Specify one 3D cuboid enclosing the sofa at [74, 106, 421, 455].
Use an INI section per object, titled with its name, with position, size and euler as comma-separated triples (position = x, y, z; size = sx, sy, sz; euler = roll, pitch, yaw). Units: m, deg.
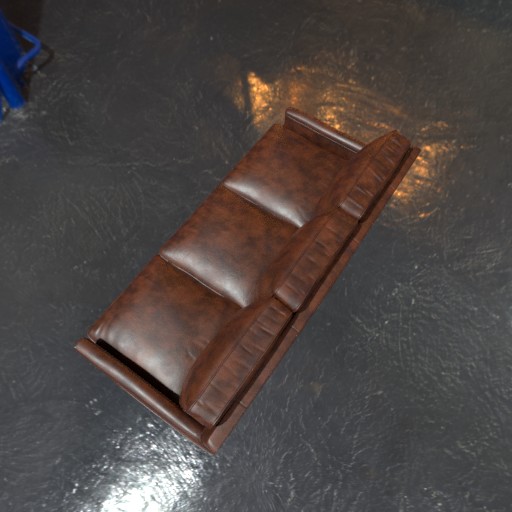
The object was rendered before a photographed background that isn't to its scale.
[sofa]
position = 0.000, 0.000, 2.859
size = 1.084, 1.003, 2.240
euler = 32, 68, 15
